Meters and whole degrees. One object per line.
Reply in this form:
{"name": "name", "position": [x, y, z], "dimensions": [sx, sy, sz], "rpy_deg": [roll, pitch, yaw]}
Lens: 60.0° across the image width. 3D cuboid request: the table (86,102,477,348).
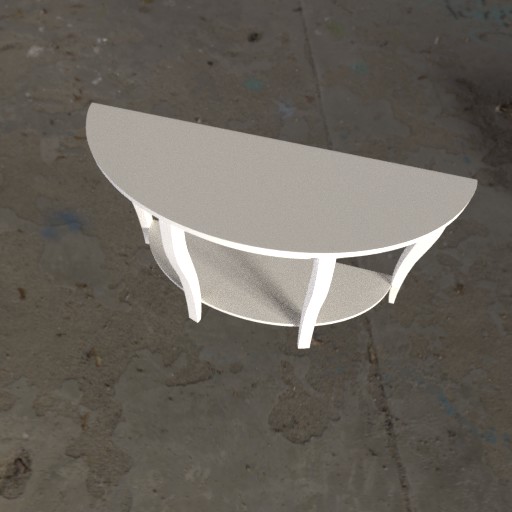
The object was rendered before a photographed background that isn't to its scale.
{"name": "table", "position": [0.000, 0.000, 1.604], "dimensions": [1.219, 0.780, 0.394], "rpy_deg": [13, 60, 8]}
